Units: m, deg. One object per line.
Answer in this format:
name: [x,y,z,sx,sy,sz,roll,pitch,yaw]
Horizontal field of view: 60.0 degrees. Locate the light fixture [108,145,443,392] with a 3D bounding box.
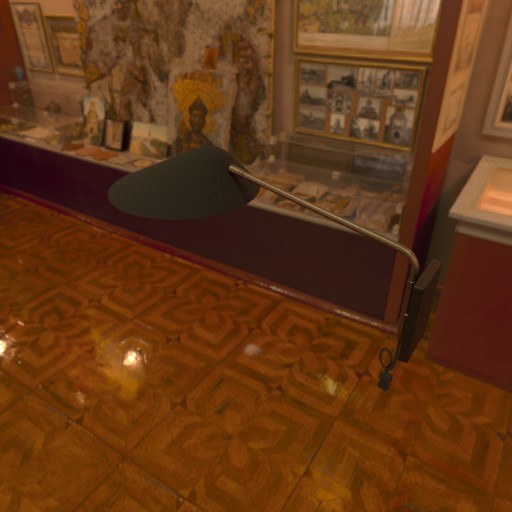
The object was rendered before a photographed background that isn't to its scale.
light fixture: [0.000,0.000,0.684,0.516,0.312,0.240,20,36,30]
